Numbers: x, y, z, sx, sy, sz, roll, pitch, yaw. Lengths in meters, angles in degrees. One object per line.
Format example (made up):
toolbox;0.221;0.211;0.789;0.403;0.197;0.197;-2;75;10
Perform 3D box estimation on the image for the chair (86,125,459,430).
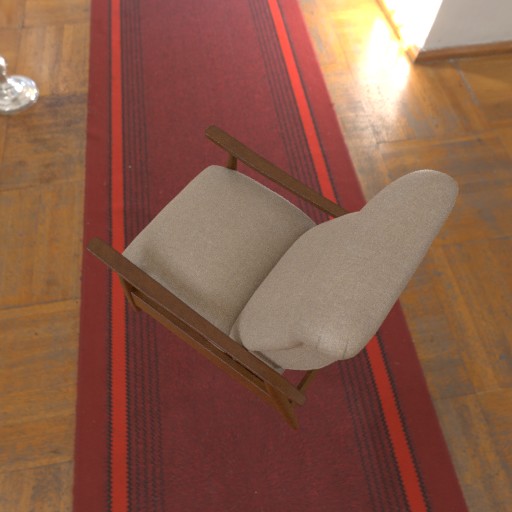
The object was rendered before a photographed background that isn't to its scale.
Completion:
chair;0.000;0.000;1.729;1.030;1.082;0.762;33;67;16
